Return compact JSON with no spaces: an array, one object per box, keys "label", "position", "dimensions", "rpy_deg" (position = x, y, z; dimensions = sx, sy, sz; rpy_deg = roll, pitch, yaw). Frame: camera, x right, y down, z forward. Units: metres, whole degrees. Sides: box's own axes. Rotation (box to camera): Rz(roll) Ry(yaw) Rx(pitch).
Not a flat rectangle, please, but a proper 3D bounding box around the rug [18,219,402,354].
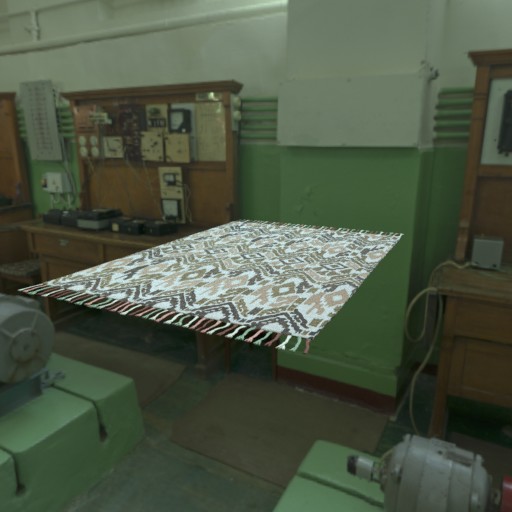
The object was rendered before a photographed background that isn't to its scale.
[{"label":"rug","position":[0.000,0.000,2.283],"dimensions":[1.219,0.008,1.829],"rpy_deg":[7,16,26]}]
